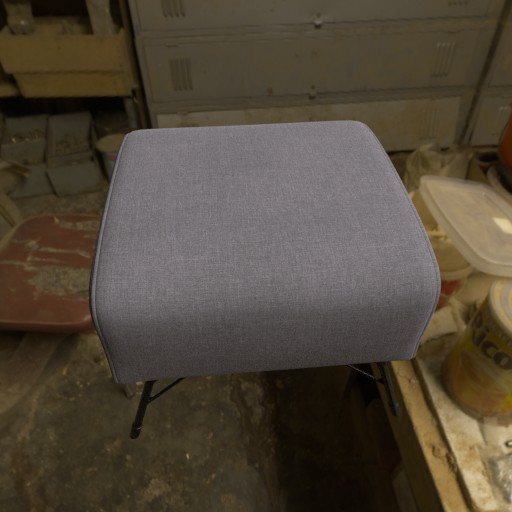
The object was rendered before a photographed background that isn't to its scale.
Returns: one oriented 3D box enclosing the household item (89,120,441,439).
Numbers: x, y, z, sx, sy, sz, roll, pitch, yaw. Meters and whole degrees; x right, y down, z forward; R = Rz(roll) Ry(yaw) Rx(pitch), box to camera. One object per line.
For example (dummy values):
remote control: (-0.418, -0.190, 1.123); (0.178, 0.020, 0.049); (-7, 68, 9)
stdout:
household item: (0.000, 0.000, 0.895); (0.530, 0.410, 0.530); (-4, 46, -4)
